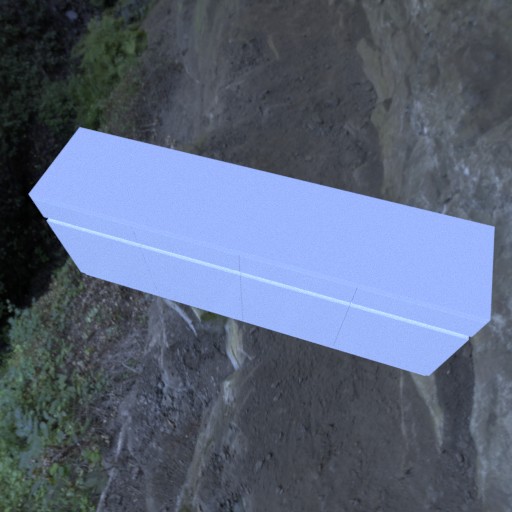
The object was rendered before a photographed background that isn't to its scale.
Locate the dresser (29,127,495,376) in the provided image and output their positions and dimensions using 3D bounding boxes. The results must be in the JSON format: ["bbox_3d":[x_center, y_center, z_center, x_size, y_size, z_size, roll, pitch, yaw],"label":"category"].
[{"bbox_3d":[0.000,0.000,2.495,2.200,0.840,0.500,15,59,9],"label":"dresser"}]
